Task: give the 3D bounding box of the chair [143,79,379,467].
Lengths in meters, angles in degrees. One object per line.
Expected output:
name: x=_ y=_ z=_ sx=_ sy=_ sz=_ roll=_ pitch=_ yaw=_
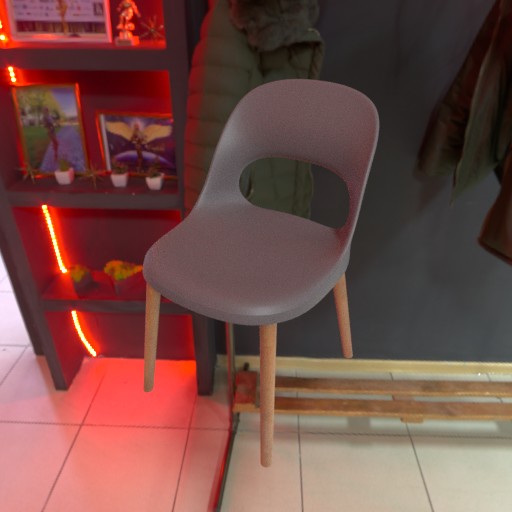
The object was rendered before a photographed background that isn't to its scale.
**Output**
chair: x=0.000 y=0.000 z=1.161 sx=0.470 sy=0.795 sz=0.556 roll=19 pitch=36 yaw=29
